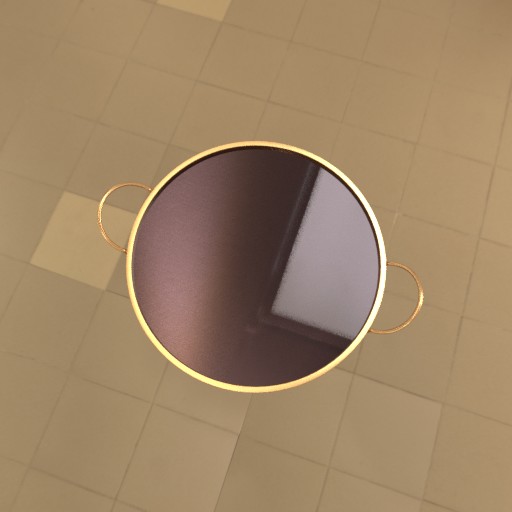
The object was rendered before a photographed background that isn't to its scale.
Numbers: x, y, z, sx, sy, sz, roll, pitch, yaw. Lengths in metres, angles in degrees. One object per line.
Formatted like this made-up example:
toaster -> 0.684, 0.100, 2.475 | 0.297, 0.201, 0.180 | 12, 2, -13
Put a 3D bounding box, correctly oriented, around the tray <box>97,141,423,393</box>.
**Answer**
tray -> 0.000, 0.000, 0.741 | 0.543, 0.069, 0.438 | 18, 75, 5
